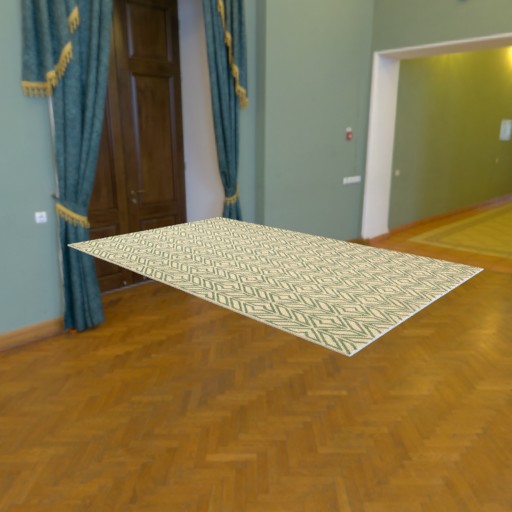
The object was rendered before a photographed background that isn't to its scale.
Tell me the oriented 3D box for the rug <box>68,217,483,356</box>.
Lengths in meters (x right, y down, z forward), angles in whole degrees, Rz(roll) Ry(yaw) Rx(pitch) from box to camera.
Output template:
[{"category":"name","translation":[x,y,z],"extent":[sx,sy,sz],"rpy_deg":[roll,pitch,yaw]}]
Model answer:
[{"category":"rug","translation":[0.000,0.000,3.014],"extent":[2.435,0.011,1.517],"rpy_deg":[15,21,42]}]
